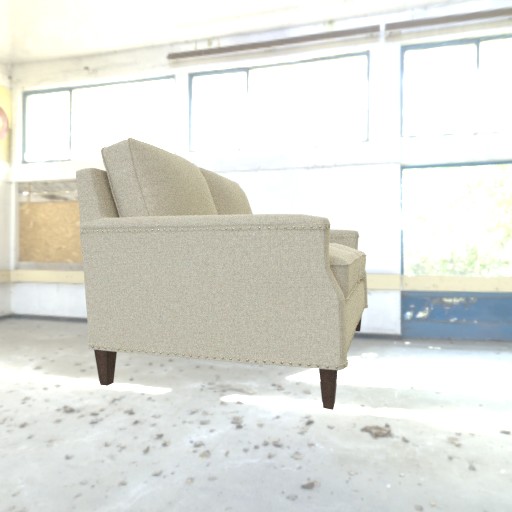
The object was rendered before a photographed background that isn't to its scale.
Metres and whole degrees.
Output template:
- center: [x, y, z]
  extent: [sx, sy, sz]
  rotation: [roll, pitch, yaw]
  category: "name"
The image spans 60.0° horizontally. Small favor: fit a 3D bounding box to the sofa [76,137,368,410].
- center: [0.000, 0.000, 2.332]
  extent: [1.084, 1.003, 1.597]
  rotation: [0, 1, 17]
  category: "sofa"
